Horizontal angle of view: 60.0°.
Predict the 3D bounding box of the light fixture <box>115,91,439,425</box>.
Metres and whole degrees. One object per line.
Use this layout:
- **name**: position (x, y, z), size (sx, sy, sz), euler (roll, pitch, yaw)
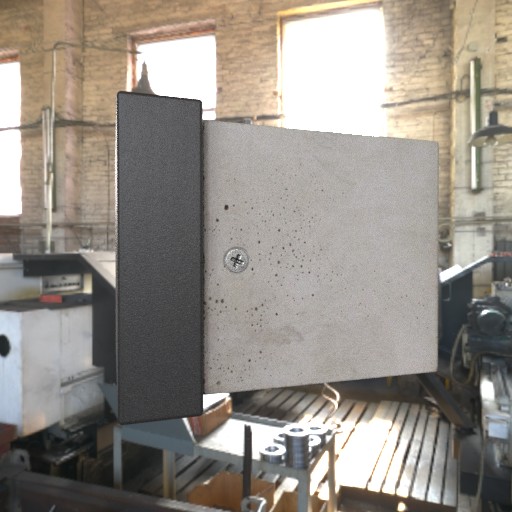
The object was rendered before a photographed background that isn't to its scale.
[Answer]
- **light fixture**: position (0.000, 0.000, 0.237), size (0.143, 0.121, 0.121), euler (0, 1, -18)
